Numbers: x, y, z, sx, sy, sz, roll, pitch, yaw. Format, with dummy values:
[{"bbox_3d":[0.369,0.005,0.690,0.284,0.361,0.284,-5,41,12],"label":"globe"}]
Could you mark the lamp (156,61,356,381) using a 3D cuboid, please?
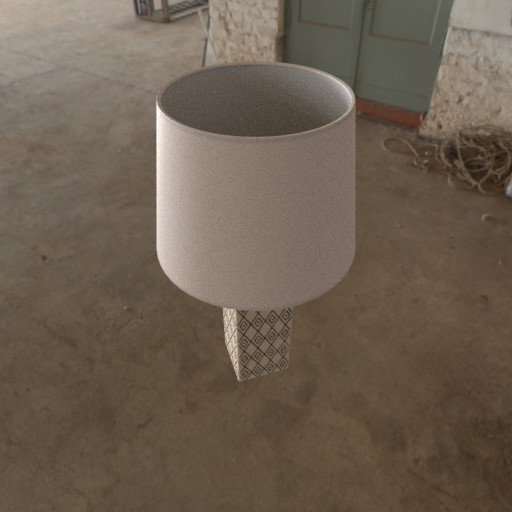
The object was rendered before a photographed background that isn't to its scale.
[{"bbox_3d":[0.000,0.000,0.590,0.251,0.435,0.251,0,41,0],"label":"lamp"}]
